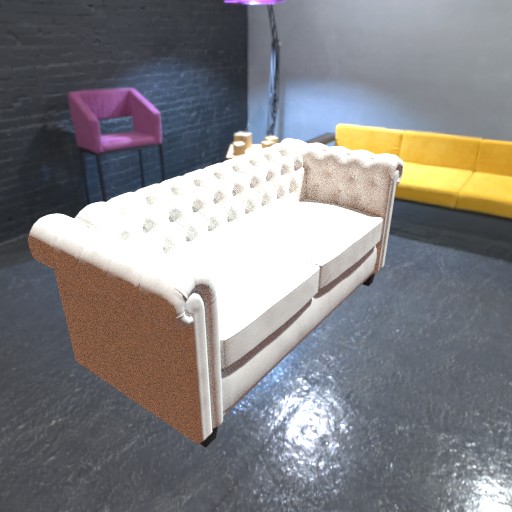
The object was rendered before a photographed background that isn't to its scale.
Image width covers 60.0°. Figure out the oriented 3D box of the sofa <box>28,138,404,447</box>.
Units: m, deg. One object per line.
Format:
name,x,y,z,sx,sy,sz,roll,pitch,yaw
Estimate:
sofa,0.000,0.000,2.205,0.771,0.796,1.798,19,33,32
